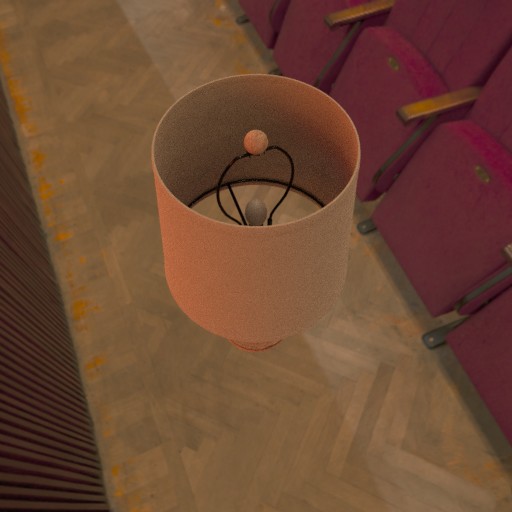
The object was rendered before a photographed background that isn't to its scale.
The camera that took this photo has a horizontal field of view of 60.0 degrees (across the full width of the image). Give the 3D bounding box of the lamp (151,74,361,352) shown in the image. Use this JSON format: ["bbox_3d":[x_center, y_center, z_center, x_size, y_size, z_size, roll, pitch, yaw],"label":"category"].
[{"bbox_3d":[0.000,0.000,0.668,0.273,0.497,0.273,0,60,0],"label":"lamp"}]
